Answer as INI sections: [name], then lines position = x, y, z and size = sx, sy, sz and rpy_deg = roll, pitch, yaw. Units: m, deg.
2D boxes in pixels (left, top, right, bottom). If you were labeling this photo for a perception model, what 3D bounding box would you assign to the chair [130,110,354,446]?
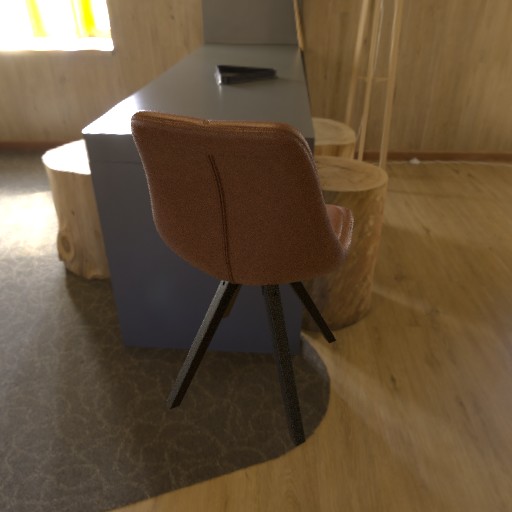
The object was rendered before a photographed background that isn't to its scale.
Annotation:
[chair]
position = 0.000, 0.000, 1.164
size = 0.475, 0.850, 0.550
rpy_deg = 10, 34, 16
